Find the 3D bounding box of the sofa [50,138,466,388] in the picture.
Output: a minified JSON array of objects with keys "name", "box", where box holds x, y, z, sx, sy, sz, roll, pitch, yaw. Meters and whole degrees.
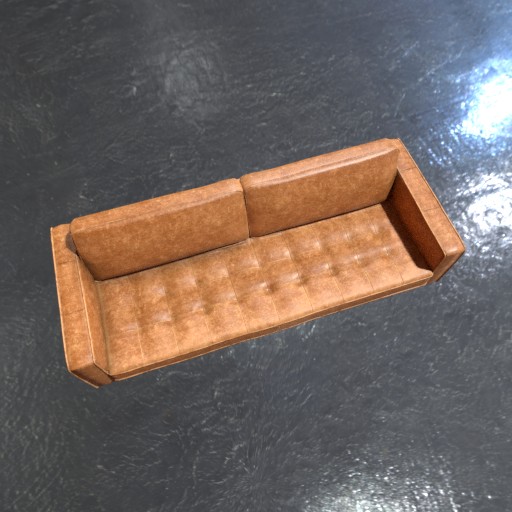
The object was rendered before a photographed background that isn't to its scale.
[{"name":"sofa","box":[0.000,0.000,2.628,2.199,0.779,0.886,-16,64,-8]}]
